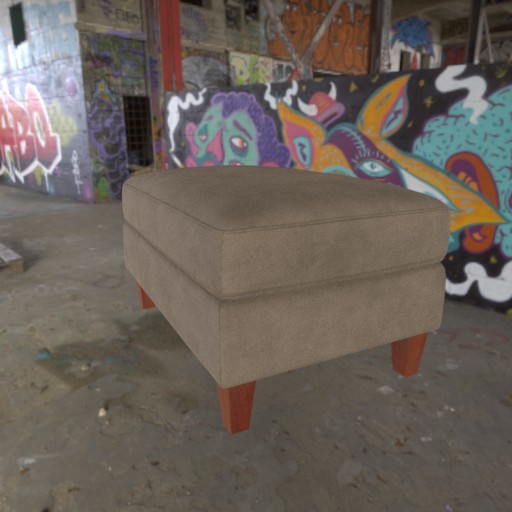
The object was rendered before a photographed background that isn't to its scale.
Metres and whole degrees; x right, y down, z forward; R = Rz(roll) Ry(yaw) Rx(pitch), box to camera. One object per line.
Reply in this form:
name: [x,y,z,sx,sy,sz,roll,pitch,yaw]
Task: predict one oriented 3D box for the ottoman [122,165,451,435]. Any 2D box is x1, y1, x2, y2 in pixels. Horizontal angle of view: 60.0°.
ottoman: [0.000,0.000,1.259,0.584,0.483,0.864,-8,18,-26]
